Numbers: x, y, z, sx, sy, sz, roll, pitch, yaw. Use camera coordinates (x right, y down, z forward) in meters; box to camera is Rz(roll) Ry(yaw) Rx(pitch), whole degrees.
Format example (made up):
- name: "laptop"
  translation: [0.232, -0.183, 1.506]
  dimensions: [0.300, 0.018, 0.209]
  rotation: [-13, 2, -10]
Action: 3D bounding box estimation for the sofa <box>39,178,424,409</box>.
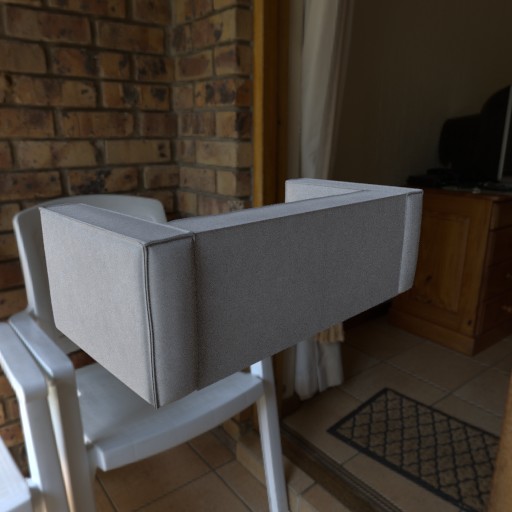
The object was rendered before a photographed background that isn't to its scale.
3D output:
- name: "sofa"
  translation: [0.000, 0.000, 2.518]
  dimensions: [1.995, 0.680, 1.038]
  rotation: [-15, 21, -42]
